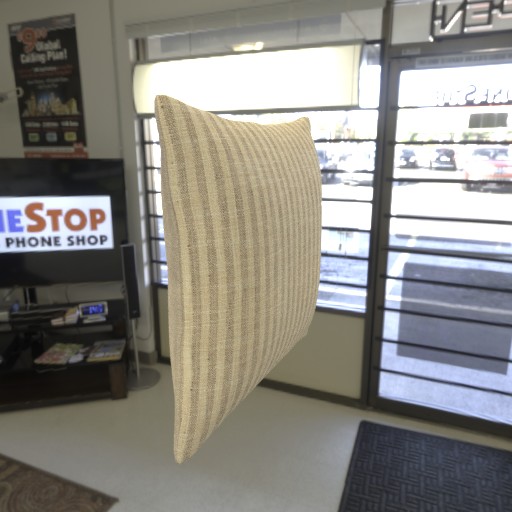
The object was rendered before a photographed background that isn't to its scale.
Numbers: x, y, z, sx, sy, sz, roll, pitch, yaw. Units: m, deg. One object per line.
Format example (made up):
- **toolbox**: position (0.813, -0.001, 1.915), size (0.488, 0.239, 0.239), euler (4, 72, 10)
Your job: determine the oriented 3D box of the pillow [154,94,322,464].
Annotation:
- **pillow**: position (0.000, 0.000, 0.801), size (0.166, 0.510, 0.523), euler (7, 16, 26)
